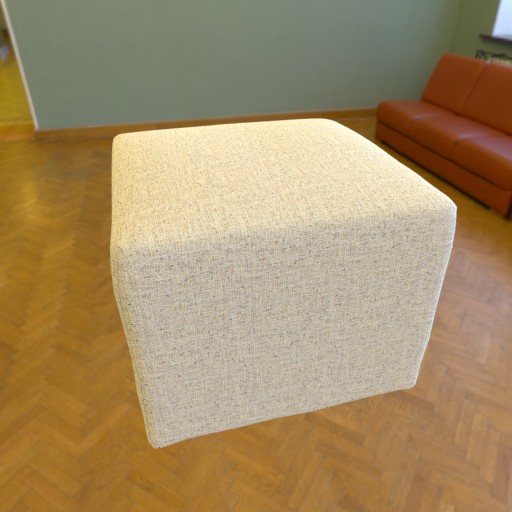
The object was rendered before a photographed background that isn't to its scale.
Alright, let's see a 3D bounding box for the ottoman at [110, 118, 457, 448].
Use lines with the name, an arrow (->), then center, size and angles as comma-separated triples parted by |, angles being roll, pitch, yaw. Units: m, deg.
ottoman -> 0.000, 0.000, 0.907 | 0.521, 0.453, 0.512 | -8, 33, -13
